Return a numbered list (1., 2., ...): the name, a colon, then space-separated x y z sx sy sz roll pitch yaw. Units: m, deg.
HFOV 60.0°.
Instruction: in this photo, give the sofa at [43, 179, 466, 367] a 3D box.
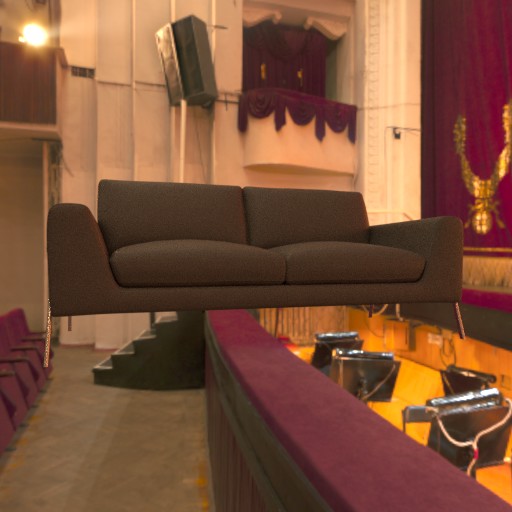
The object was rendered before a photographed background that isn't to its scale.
1. sofa: 0.000 0.000 2.462 2.017 0.875 0.953 0 0 -17
